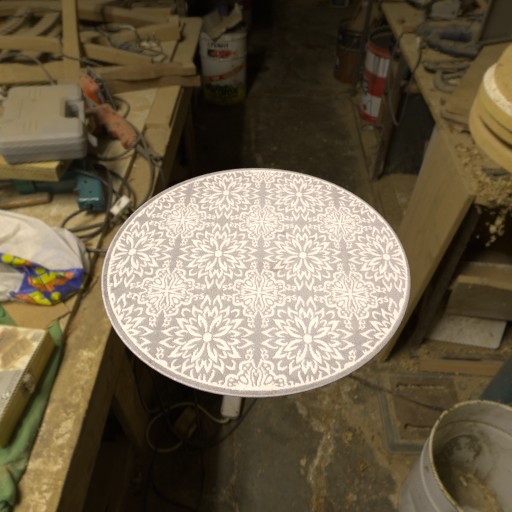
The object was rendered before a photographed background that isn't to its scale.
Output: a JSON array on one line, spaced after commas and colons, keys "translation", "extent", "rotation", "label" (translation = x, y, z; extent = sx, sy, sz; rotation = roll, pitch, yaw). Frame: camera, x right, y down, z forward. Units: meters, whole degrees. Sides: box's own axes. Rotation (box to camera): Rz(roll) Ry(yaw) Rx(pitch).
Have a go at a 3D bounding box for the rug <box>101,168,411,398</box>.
[{"translation": [0.000, 0.000, 2.347], "extent": [1.593, 0.012, 1.593], "rotation": [0, 46, 0], "label": "rug"}]
